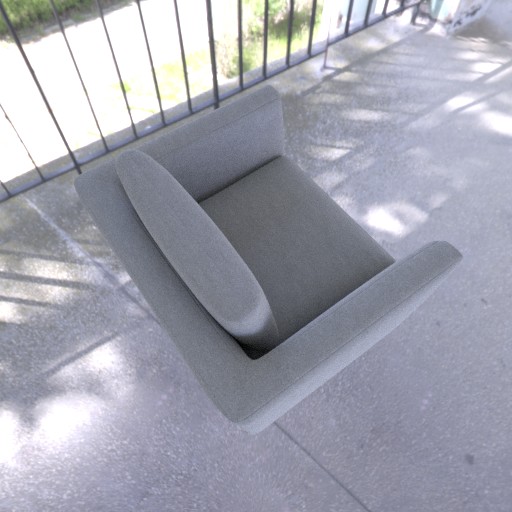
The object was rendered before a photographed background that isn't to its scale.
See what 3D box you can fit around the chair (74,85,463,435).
[{"bbox_3d":[0.000,0.000,1.684,0.889,0.864,1.041,-32,64,-18],"label":"chair"}]
